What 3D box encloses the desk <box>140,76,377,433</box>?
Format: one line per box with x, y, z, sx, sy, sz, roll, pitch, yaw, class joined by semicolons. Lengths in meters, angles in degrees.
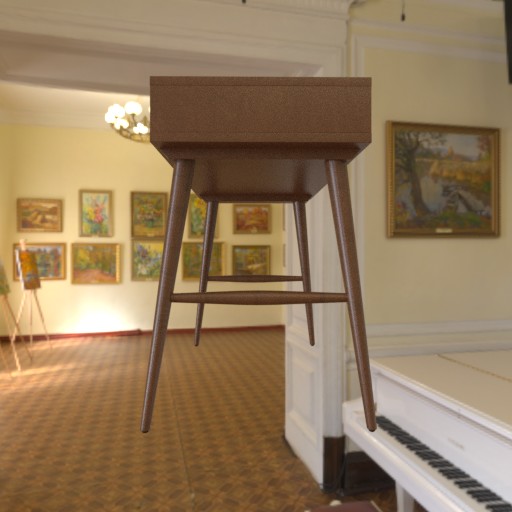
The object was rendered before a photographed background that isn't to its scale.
0.000;0.000;1.411;0.510;0.758;0.949;0;0;-1;desk
